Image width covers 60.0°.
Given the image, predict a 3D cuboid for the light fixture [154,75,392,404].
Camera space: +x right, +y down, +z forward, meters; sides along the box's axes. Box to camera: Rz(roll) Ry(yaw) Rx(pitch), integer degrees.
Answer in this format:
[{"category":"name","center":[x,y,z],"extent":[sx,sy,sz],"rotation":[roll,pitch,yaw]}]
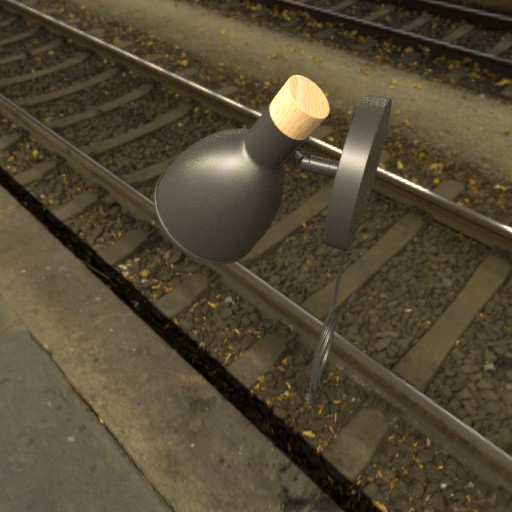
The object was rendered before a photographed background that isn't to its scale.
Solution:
[{"category":"light fixture","center":[0.000,0.000,0.483],"extent":[0.203,0.401,0.127],"rotation":[16,47,16]}]
